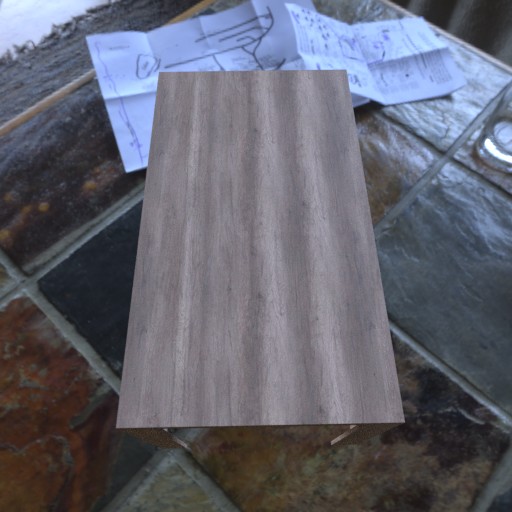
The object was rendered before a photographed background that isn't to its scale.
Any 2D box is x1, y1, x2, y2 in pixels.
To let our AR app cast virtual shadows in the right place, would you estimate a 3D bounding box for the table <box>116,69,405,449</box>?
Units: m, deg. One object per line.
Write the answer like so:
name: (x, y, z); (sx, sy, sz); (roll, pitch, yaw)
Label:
table: (0.000, 0.000, 2.094); (0.900, 0.775, 1.600); (-1, 62, -1)
